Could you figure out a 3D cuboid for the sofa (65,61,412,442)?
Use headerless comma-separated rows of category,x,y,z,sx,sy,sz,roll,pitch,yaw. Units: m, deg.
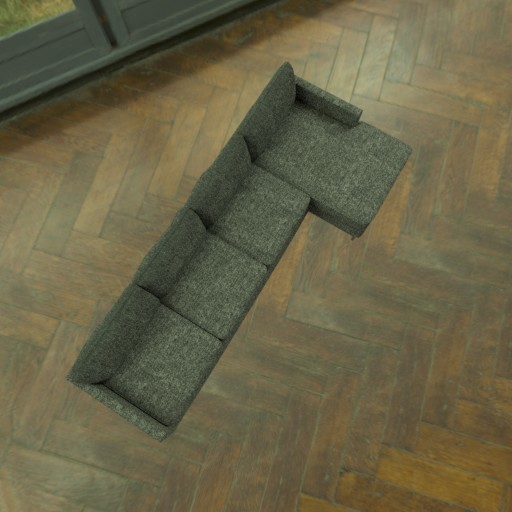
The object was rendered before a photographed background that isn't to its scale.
sofa,0.000,0.000,3.996,1.488,0.970,3.384,30,77,8
